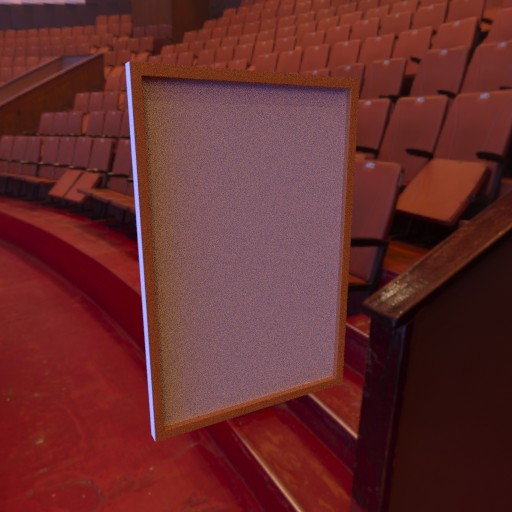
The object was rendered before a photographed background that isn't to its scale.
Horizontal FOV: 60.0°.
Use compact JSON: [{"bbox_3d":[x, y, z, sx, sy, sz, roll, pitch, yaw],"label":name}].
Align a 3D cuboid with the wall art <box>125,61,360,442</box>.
[{"bbox_3d":[0.000,0.000,1.184,0.610,0.916,0.037,-8,17,-27],"label":"wall art"}]
